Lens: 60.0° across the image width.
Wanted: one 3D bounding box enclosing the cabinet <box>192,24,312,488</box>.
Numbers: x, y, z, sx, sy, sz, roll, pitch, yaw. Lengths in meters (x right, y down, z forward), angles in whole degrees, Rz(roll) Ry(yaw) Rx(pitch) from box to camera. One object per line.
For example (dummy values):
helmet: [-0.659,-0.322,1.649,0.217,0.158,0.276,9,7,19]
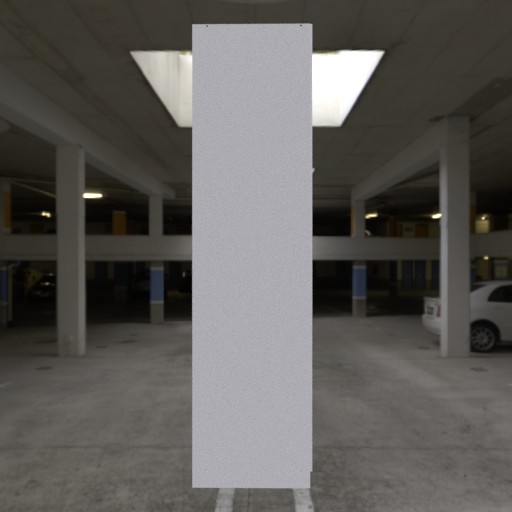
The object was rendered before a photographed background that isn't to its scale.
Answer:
cabinet: [0.000,0.000,2.469,0.510,1.910,1.290,0,0,1]
